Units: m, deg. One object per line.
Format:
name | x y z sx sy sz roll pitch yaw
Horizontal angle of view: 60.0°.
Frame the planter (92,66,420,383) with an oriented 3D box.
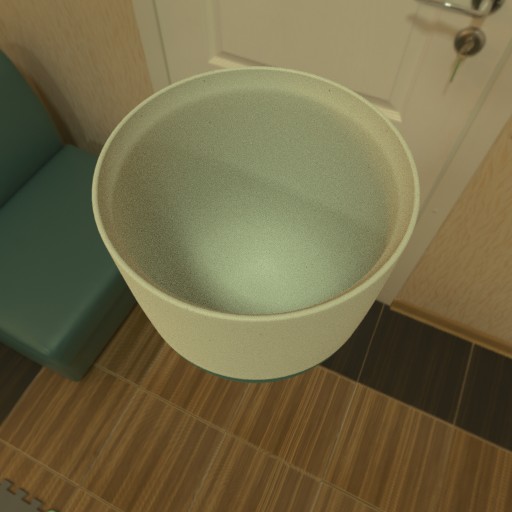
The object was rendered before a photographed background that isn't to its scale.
planter | 0.000 0.000 0.371 0.204 0.214 0.204 0 60 0
